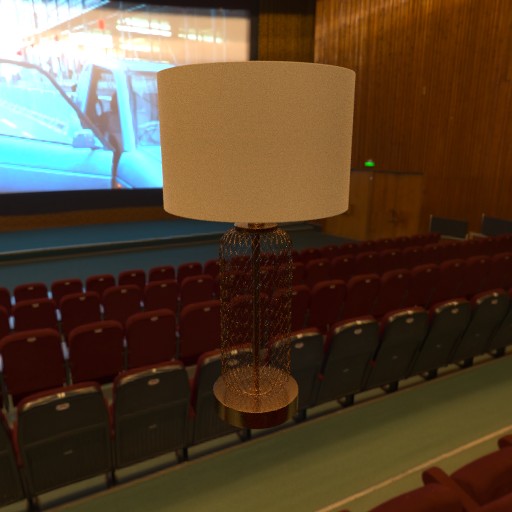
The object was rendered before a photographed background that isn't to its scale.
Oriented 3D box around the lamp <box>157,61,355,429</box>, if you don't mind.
[{"bbox_3d":[0.000,0.000,0.638,0.252,0.483,0.252,-8,17,-27],"label":"lamp"}]
